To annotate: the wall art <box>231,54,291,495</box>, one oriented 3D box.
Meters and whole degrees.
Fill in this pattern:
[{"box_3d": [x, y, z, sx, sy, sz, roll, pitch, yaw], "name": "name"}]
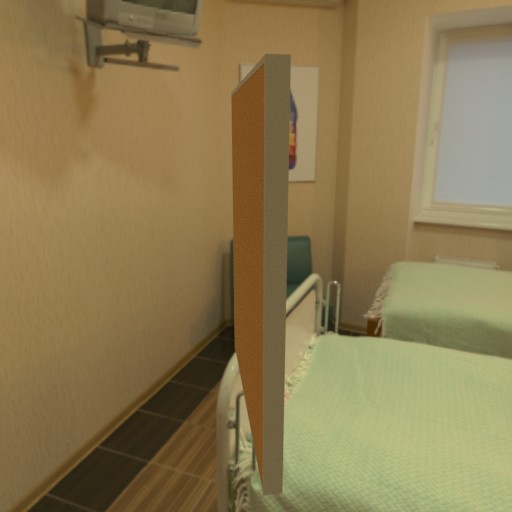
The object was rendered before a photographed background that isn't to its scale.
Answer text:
[{"box_3d": [0.000, 0.000, 1.027, 0.055, 0.763, 0.611, -2, 15, -7], "name": "wall art"}]
